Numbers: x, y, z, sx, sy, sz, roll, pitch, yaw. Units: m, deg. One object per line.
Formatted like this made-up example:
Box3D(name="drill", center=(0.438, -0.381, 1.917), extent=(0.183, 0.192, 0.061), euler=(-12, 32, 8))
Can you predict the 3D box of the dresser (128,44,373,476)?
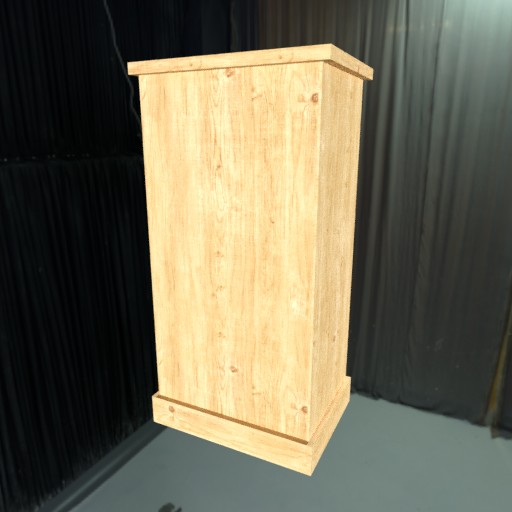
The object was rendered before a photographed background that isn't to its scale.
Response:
Box3D(name="dresser", center=(0.000, 0.000, 1.308), extent=(0.531, 1.041, 0.390), euler=(7, 17, 26))
